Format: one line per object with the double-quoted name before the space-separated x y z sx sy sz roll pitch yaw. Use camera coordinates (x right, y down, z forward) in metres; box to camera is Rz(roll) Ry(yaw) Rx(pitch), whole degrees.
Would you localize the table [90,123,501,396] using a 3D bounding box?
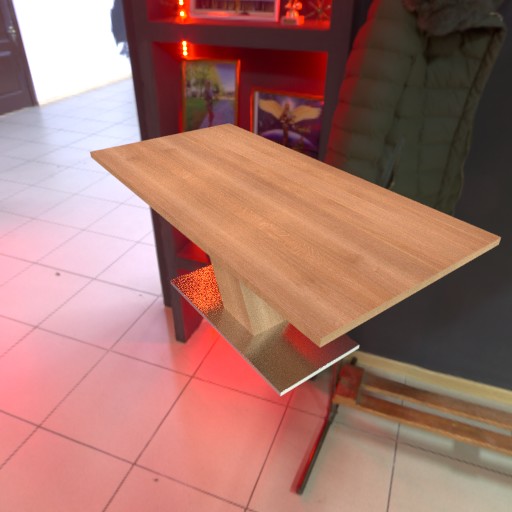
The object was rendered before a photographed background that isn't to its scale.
"table" 0.000 0.000 2.208 0.900 0.750 1.800 -22 39 -30
